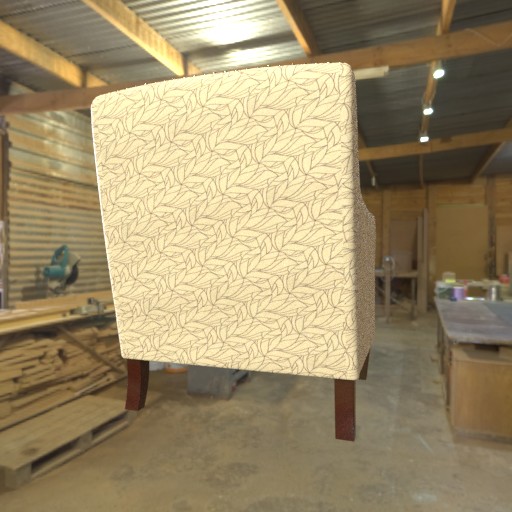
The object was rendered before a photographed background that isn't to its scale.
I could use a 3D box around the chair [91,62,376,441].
[{"bbox_3d":[0.000,0.000,1.269,0.623,0.816,0.651,0,1,19],"label":"chair"}]
